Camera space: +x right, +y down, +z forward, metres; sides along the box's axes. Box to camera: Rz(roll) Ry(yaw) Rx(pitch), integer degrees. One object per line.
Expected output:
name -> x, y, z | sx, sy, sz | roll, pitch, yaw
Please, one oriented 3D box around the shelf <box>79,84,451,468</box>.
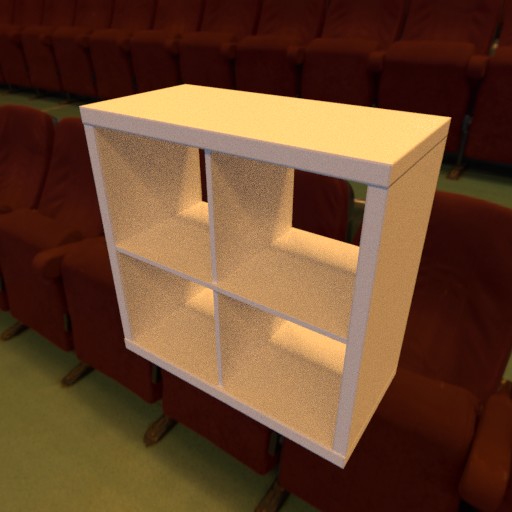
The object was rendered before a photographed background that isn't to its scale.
shelf -> 0.000, 0.000, 1.240 | 0.790, 0.786, 0.390 | 19, 35, 29
